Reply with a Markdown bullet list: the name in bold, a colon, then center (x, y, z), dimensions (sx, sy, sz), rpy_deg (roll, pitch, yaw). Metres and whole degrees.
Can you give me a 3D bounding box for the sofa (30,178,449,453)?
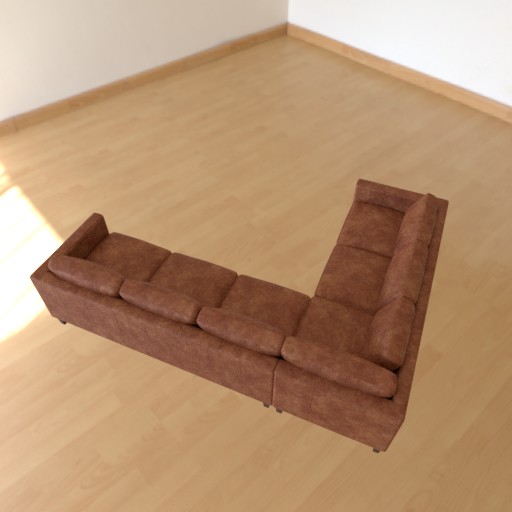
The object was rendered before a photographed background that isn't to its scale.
- **sofa**: center (0.000, 0.000, 4.277), dimensions (3.150, 0.838, 2.438), rpy_deg (17, 50, 16)
